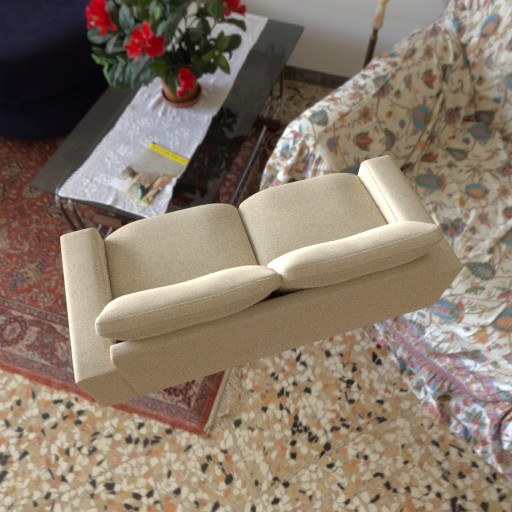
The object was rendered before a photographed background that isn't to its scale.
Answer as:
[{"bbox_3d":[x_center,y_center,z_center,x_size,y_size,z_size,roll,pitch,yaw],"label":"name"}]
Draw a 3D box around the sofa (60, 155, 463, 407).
[{"bbox_3d":[0.000,0.000,2.821,2.299,0.922,1.040,-15,60,-9],"label":"sofa"}]
